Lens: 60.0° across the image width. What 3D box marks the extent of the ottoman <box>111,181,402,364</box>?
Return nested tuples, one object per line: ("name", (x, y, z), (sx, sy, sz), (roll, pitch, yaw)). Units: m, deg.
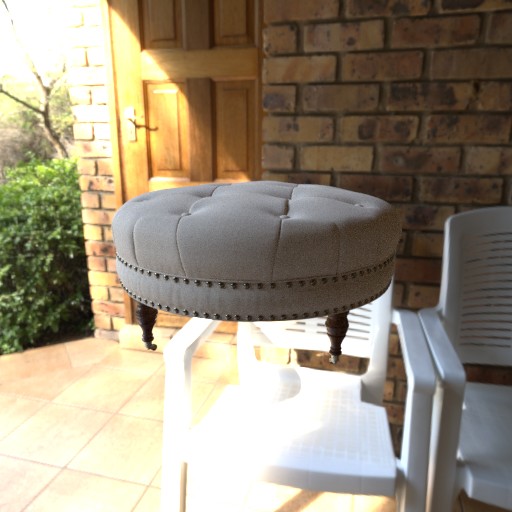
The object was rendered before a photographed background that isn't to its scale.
("ottoman", (0.000, 0.000, 1.524), (0.940, 0.483, 0.940), (0, 15, 0))
